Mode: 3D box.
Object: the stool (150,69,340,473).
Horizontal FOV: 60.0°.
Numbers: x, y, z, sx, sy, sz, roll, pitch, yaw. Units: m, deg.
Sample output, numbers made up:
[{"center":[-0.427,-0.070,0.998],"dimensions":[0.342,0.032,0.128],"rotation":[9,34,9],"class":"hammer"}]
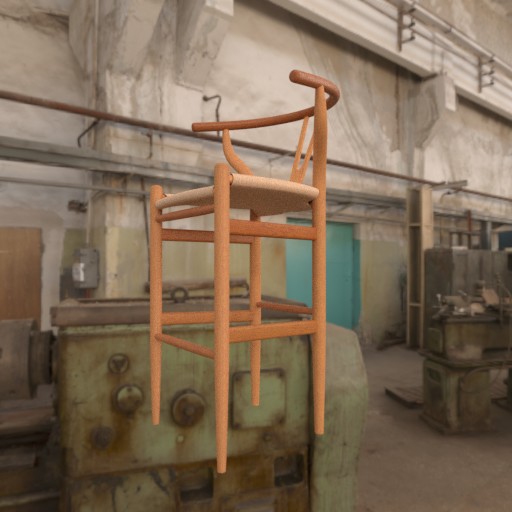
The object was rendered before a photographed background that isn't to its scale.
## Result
[{"center":[0.000,0.000,1.404],"dimensions":[0.561,1.068,0.574],"rotation":[1,-1,-36],"class":"stool"}]
